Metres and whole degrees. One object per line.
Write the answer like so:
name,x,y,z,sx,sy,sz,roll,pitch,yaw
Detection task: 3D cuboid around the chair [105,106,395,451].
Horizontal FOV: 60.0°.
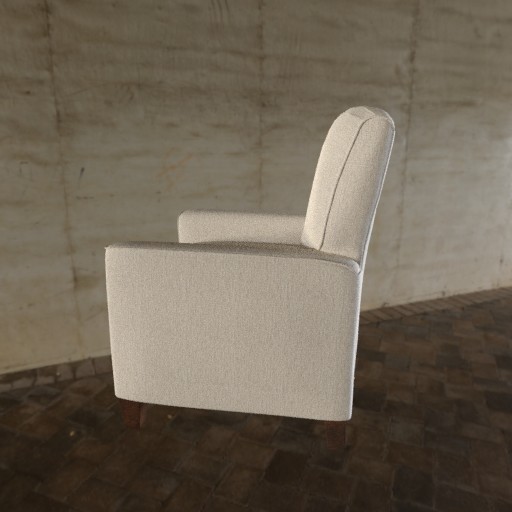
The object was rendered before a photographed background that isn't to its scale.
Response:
chair,0.000,0.000,1.651,0.858,1.028,0.841,2,14,9
